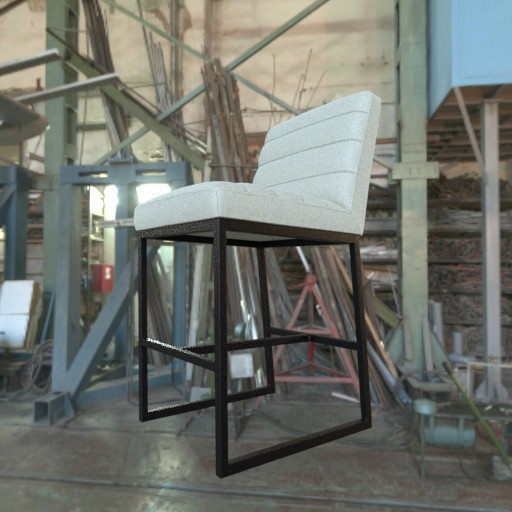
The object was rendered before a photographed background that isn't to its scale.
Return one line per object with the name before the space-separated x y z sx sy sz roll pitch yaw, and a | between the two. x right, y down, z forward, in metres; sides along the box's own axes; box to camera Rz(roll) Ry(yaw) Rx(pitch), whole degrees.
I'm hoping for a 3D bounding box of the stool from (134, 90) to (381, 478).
stool | 0.000 0.000 1.257 0.560 0.940 0.460 1 -2 -37
